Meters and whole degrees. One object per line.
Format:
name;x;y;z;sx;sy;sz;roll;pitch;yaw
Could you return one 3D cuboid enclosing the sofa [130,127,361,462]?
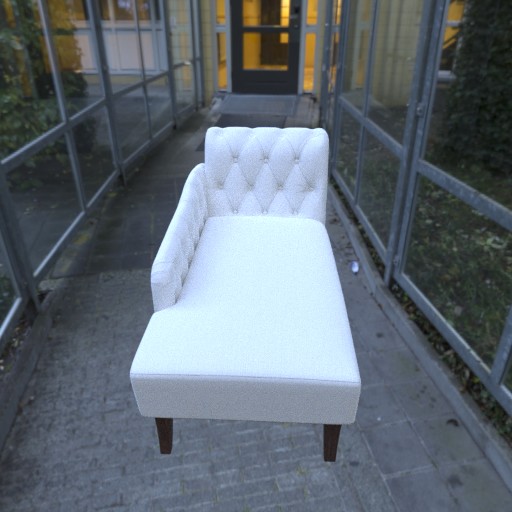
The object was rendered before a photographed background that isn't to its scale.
sofa;0.000;0.000;1.844;0.675;0.787;1.379;1;29;3
